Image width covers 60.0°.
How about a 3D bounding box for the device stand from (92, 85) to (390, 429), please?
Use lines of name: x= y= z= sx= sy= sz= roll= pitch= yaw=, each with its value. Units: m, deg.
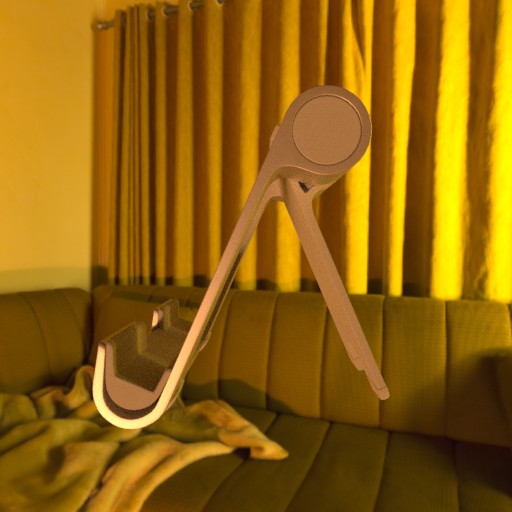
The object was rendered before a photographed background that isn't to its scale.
device stand: x=0.000 y=0.000 z=0.150 sx=0.079 sy=0.084 sz=0.086 roll=0 pitch=2 yaw=1
